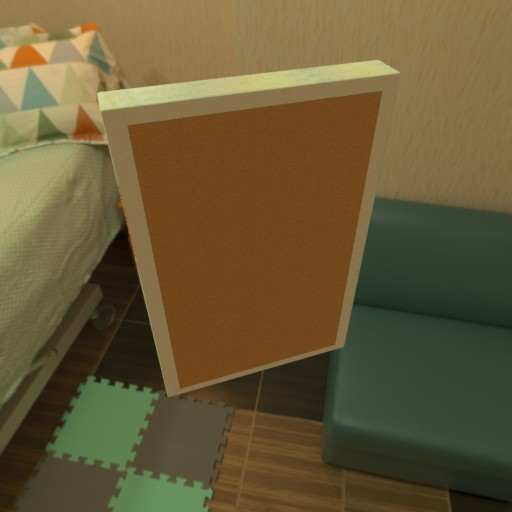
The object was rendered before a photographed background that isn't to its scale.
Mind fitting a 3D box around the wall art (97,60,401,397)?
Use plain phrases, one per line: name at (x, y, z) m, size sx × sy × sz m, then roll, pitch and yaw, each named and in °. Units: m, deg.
wall art at (0.000, 0.000, 0.489) m, size 0.251 × 0.380 × 0.039 m, roll -12°, pitch 42°, yaw -14°
